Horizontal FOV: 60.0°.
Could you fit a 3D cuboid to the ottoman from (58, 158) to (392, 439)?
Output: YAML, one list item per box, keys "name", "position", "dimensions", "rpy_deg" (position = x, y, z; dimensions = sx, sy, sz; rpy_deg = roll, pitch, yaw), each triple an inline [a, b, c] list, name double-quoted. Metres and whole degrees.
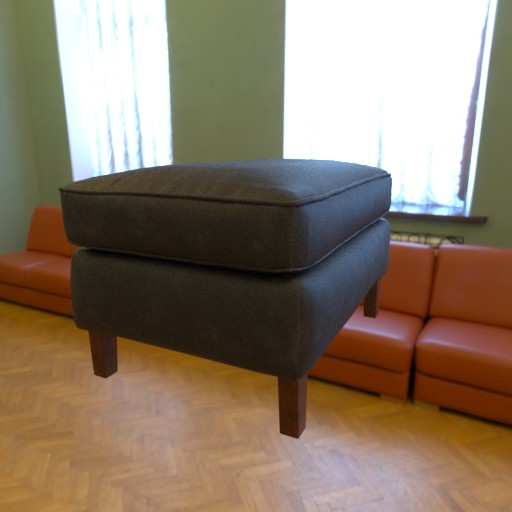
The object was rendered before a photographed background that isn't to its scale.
- name: "ottoman"
  position: [0.000, 0.000, 0.991]
  dimensions: [0.501, 0.413, 0.665]
  rpy_deg: [7, 16, 26]
